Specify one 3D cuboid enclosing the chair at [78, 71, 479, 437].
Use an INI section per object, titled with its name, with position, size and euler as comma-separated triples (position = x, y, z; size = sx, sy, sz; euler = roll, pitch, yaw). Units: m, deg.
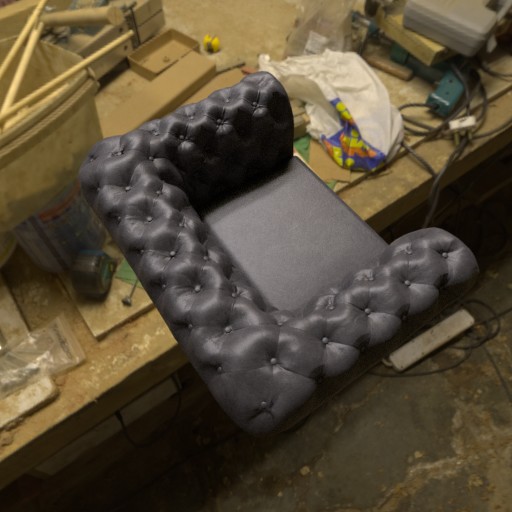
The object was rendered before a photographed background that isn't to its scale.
[chair]
position = 0.000, 0.000, 1.842
size = 0.943, 0.780, 1.298
euler = -31, 63, -18
